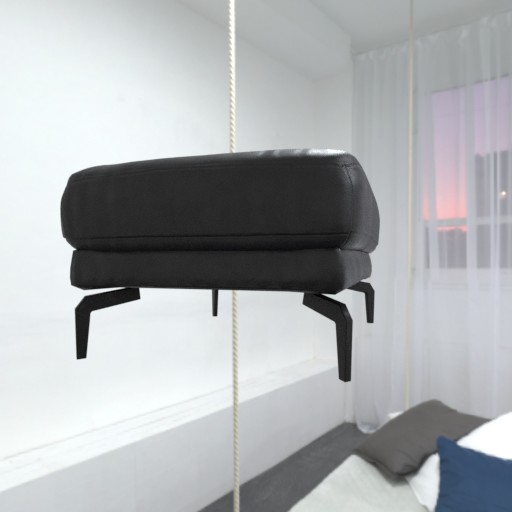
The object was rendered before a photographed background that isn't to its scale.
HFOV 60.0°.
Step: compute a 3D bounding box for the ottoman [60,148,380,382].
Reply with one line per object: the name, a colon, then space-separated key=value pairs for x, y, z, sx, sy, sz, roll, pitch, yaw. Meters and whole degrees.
ottoman: x=0.000 y=0.000 z=1.099 sx=0.570 sy=0.402 sz=0.764 roll=0 pitch=0 yaw=18
